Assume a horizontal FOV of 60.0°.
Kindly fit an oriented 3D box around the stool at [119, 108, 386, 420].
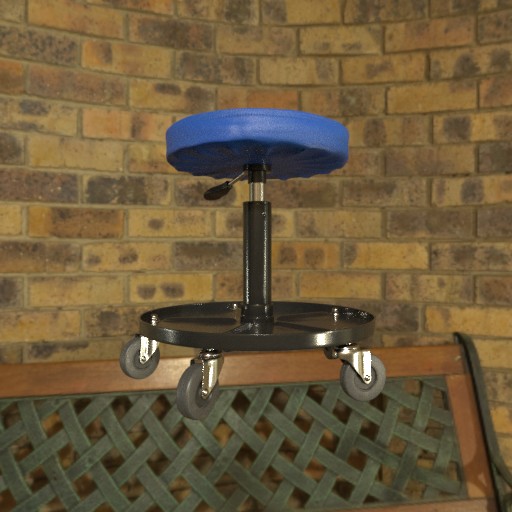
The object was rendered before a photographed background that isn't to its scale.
[{"bbox_3d":[0.000,0.000,0.677,0.381,0.365,0.382,0,0,-38],"label":"stool"}]
